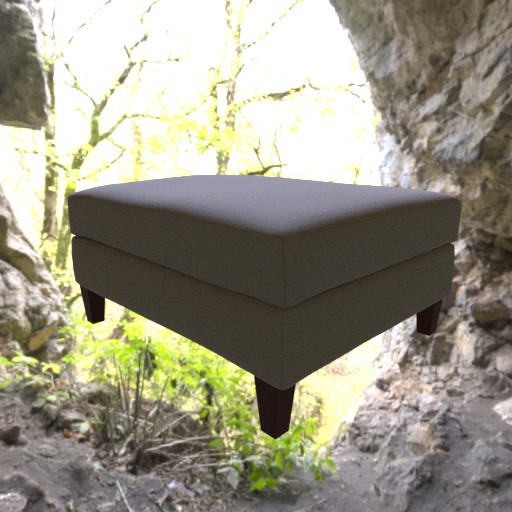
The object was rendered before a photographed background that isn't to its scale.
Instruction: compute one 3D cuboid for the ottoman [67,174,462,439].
[{"bbox_3d":[0.000,0.000,1.435,0.836,0.492,0.976,-14,20,-43],"label":"ottoman"}]
